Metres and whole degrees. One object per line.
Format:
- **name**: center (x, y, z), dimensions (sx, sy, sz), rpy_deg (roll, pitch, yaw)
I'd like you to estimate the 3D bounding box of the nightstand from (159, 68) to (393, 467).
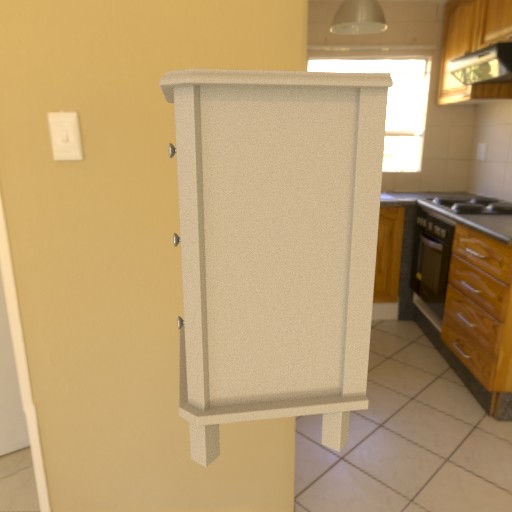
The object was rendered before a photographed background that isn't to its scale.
- **nightstand**: center (0.000, 0.000, 0.944), dimensions (0.350, 0.680, 0.450), rpy_deg (-2, 15, -9)
